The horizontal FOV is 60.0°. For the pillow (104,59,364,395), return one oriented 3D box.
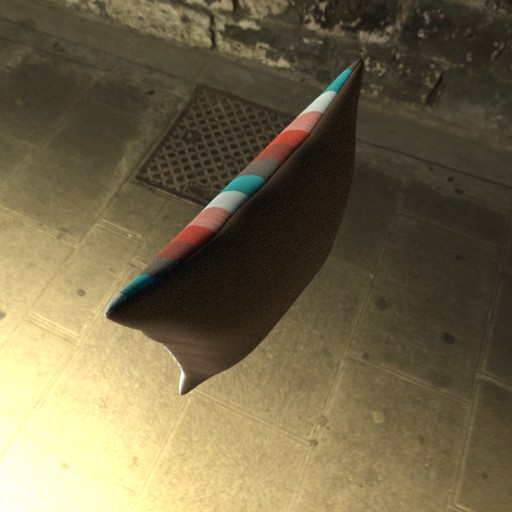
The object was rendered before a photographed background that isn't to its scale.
[{"bbox_3d":[0.000,0.000,0.696,0.168,0.443,0.453,35,68,16],"label":"pillow"}]
